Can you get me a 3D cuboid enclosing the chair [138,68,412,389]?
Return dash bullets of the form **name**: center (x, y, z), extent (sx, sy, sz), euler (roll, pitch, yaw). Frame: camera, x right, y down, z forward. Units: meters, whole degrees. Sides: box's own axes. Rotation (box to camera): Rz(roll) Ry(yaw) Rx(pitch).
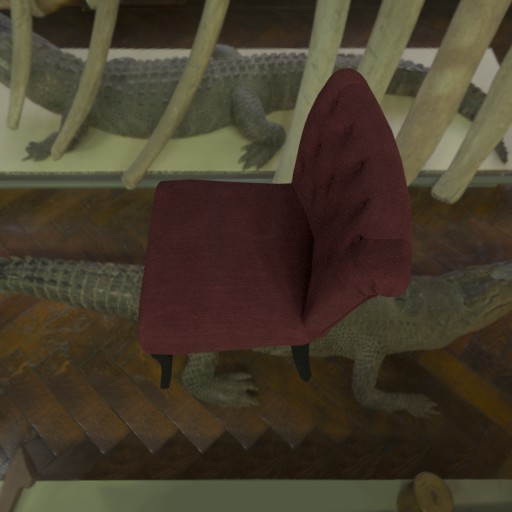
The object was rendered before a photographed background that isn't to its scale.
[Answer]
- **chair**: center (0.000, 0.000, 1.192), extent (0.605, 0.750, 0.582), euler (-1, 58, -1)
